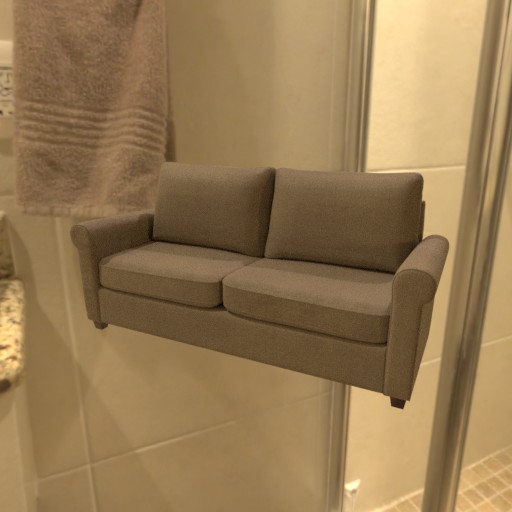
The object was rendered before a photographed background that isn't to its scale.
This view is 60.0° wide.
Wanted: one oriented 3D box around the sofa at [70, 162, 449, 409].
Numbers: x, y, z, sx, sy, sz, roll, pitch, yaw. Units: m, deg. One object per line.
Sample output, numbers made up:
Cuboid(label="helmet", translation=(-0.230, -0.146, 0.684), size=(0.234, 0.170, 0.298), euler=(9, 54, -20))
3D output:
Cuboid(label="sofa", translation=(0.000, 0.000, 2.465), size=(1.935, 0.942, 0.842), euler=(8, 18, 26))
